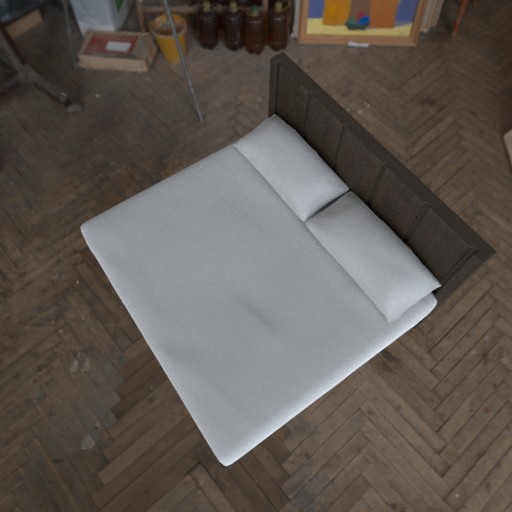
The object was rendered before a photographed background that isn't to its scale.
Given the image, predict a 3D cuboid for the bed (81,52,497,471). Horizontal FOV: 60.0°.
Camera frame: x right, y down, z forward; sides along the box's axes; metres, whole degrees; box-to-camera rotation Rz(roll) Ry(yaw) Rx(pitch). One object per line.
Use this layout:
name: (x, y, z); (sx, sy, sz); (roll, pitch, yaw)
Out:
bed: (0.000, 0.000, 3.336); (2.012, 1.270, 2.134); (-32, 67, -15)
